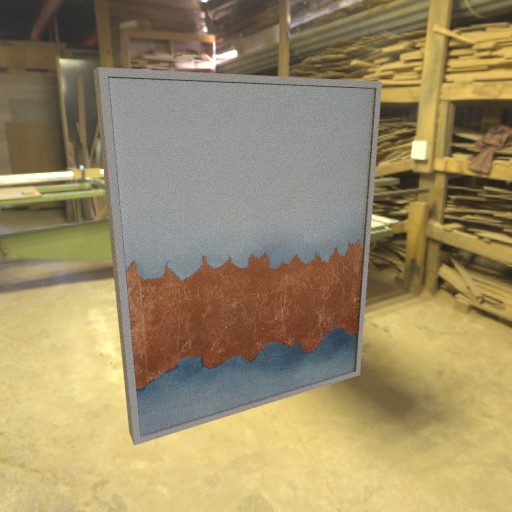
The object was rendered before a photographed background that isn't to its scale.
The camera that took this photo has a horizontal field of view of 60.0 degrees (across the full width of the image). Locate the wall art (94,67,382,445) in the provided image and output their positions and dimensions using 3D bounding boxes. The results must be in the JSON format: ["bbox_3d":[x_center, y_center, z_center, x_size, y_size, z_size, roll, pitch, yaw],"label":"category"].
[{"bbox_3d":[0.000,0.000,0.734,0.451,0.553,0.039,-8,19,-26],"label":"wall art"}]
